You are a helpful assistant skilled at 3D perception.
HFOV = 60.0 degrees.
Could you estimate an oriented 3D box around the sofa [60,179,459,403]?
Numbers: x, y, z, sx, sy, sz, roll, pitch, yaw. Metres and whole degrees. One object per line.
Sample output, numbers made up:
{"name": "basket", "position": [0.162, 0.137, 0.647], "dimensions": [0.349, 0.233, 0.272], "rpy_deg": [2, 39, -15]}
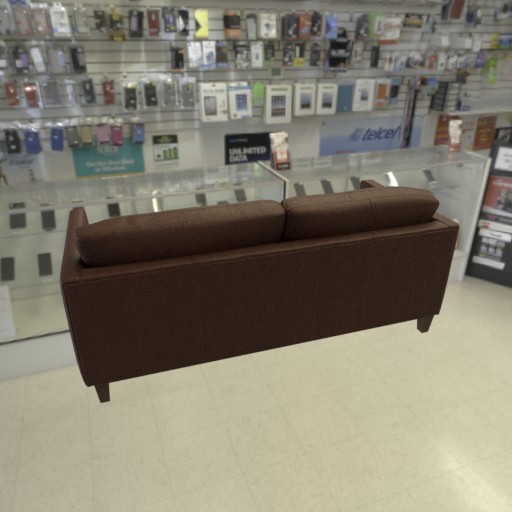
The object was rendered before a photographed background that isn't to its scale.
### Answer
{"name": "sofa", "position": [0.000, 0.000, 2.530], "dimensions": [1.971, 0.863, 0.923], "rpy_deg": [-8, 27, -16]}
